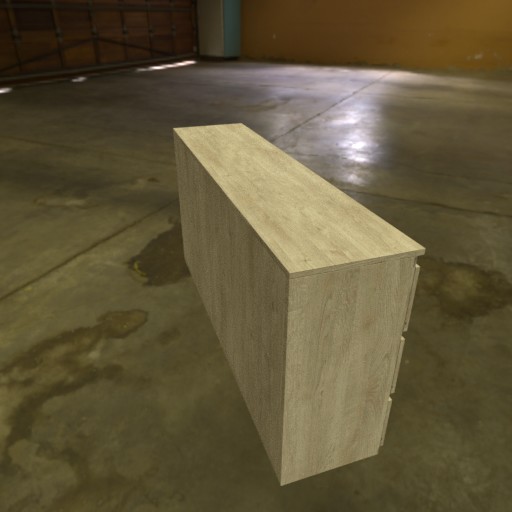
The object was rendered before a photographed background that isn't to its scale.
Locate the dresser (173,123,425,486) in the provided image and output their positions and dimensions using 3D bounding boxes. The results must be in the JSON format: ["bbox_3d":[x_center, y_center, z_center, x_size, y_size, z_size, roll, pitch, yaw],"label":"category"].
[{"bbox_3d":[0.000,0.000,1.942,0.390,0.795,1.590,-10,30,-17],"label":"dresser"}]
